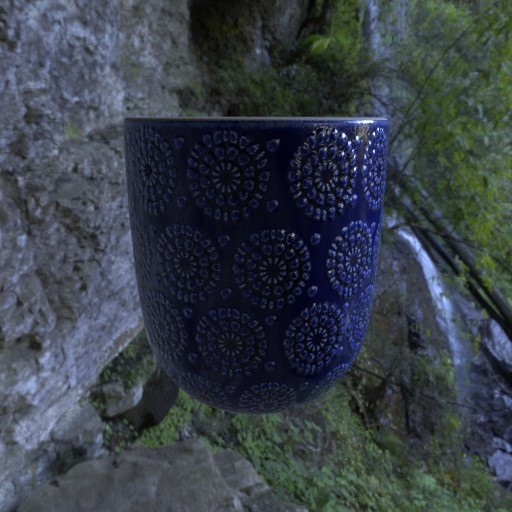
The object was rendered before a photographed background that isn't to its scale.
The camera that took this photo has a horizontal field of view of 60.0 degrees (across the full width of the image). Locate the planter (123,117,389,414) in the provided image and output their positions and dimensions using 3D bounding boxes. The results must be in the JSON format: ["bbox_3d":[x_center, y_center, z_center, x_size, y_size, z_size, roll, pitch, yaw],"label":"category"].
[{"bbox_3d":[0.000,0.000,0.345,0.184,0.206,0.184,0,17,0],"label":"planter"}]
